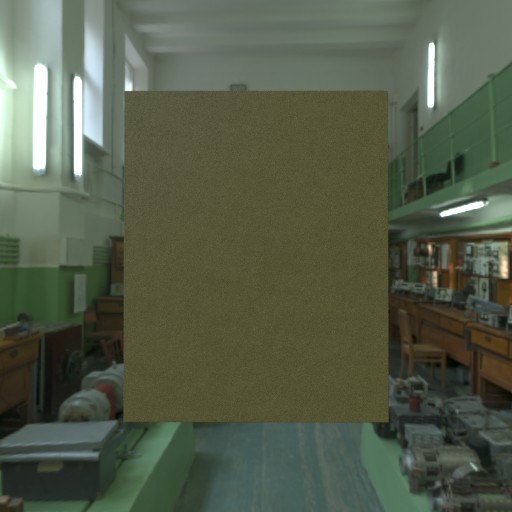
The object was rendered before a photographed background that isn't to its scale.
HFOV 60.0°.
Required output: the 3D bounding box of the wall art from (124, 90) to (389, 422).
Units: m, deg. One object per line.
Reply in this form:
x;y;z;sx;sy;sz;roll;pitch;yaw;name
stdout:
0.000;0.000;1.353;0.798;1.002;0.030;0;0;0;wall art
